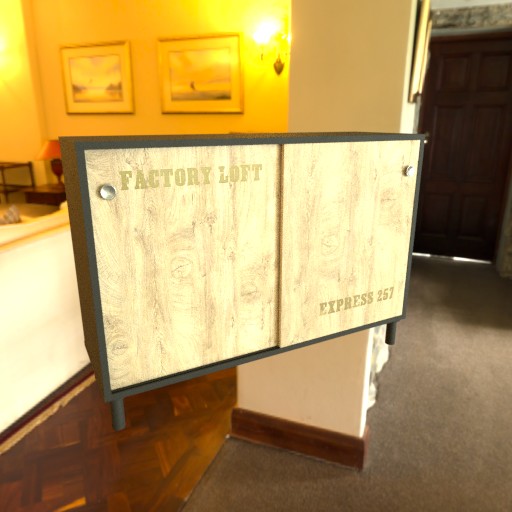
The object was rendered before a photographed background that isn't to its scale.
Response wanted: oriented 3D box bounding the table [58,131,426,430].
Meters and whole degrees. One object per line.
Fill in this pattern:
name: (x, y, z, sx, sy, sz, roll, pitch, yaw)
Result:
table: (0.000, 0.000, 1.626, 1.200, 0.855, 0.400, -9, 19, -27)
